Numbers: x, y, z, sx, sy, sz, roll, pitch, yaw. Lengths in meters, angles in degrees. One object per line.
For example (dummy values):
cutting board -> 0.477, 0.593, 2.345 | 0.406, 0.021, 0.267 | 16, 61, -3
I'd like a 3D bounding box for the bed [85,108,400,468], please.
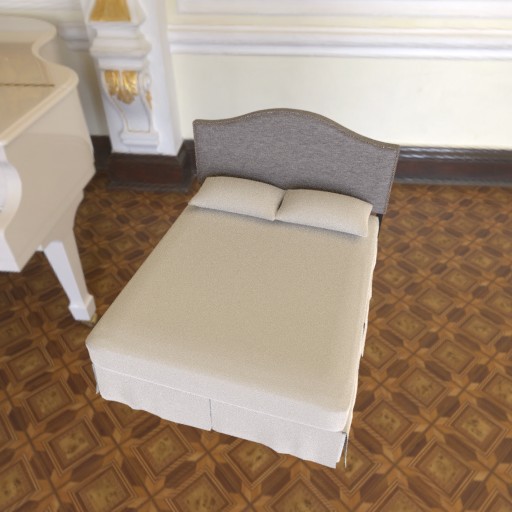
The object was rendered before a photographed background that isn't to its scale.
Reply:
bed -> 0.000, 0.000, 2.927 | 1.610, 1.295, 1.870 | 11, 41, 13
